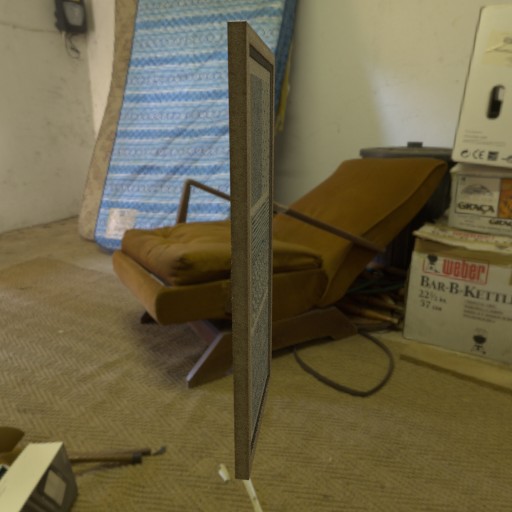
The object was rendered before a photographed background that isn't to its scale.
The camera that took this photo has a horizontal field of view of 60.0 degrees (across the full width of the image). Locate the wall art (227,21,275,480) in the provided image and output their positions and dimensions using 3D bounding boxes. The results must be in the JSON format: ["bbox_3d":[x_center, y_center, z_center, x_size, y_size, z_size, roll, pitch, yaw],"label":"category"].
[{"bbox_3d":[0.000,0.000,1.659,0.051,1.461,0.648,3,17,8],"label":"wall art"}]
